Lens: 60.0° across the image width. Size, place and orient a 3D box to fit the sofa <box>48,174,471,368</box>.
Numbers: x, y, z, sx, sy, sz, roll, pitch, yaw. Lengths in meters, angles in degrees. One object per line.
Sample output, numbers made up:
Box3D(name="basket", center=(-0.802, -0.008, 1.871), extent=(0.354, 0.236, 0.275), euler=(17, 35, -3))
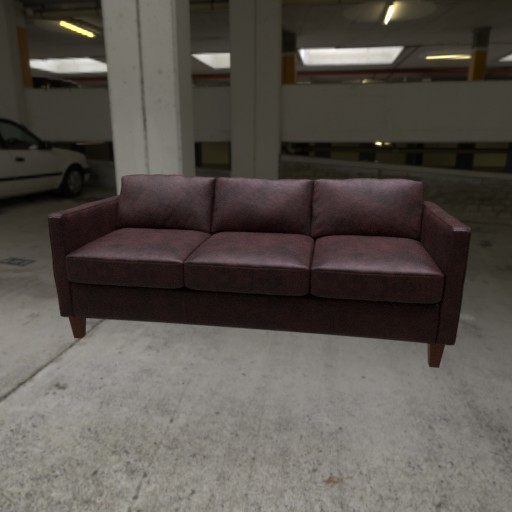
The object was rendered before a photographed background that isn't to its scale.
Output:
Box3D(name="sofa", center=(0.000, 0.000, 3.004), extent=(2.464, 1.006, 1.045), euler=(3, 16, 9))
